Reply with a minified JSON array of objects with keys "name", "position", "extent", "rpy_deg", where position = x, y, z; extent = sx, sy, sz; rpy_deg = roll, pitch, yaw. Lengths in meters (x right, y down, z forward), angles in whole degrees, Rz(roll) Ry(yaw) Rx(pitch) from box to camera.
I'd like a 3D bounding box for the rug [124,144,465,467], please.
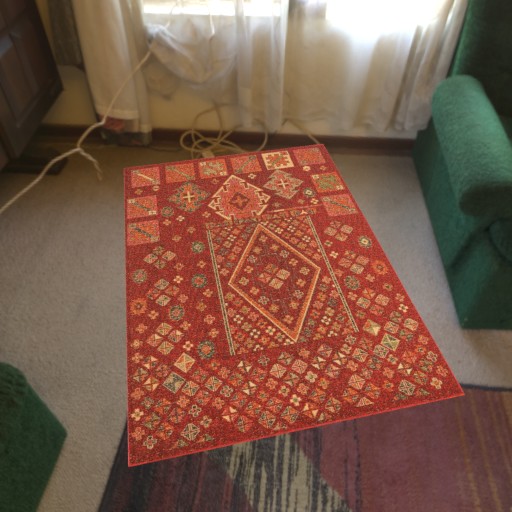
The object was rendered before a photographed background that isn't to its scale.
[{"name":"rug","position":[0.000,0.000,4.138],"extent":[2.389,0.011,3.306],"rpy_deg":[-9,48,-8]}]
